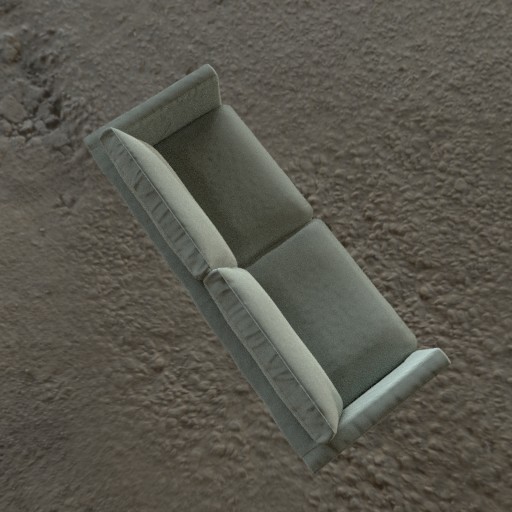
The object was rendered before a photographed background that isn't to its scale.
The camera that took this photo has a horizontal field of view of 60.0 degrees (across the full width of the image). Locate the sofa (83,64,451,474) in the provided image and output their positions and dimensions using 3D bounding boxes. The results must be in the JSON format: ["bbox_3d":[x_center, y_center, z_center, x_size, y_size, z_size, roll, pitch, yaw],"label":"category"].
[{"bbox_3d":[0.000,0.000,2.768,0.962,0.853,2.312,-35,78,-9],"label":"sofa"}]
